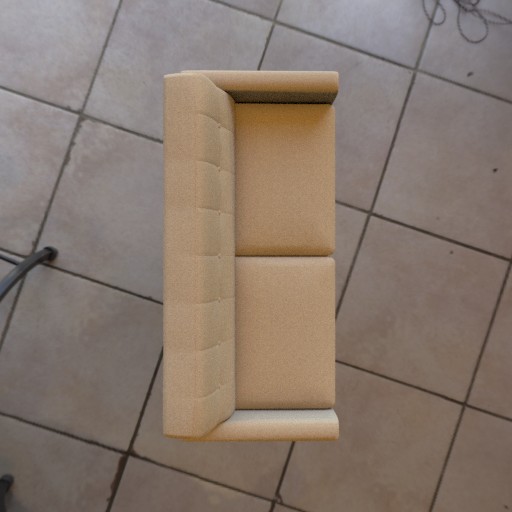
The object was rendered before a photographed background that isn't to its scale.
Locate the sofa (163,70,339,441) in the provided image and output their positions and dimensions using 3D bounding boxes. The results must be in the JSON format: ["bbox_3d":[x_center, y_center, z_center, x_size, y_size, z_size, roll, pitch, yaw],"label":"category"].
[{"bbox_3d":[0.000,0.000,2.697,0.980,0.892,2.137,0,90,-1],"label":"sofa"}]
